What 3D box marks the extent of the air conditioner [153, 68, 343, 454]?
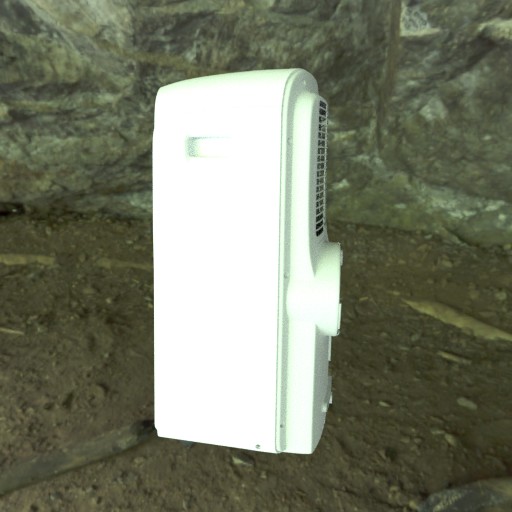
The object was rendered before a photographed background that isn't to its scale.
[{"bbox_3d":[0.000,0.000,0.957,0.365,0.700,0.454,2,13,9],"label":"air conditioner"}]
